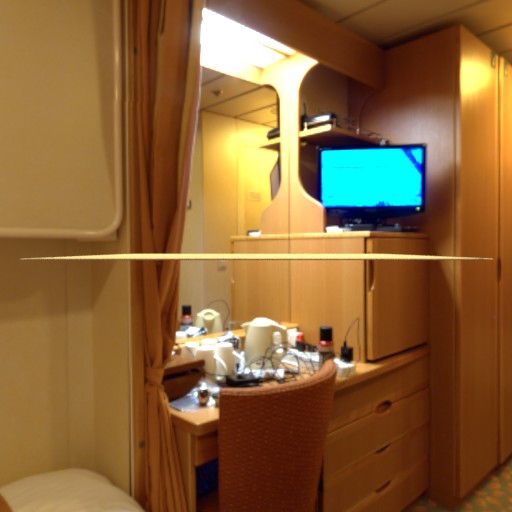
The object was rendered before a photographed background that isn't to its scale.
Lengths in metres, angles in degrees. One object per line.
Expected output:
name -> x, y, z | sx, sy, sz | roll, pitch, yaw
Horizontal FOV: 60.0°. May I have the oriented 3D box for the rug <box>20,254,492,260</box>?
rug -> 0.000, 0.000, 4.031 | 3.043, 0.013, 2.444 | 0, 1, 0
